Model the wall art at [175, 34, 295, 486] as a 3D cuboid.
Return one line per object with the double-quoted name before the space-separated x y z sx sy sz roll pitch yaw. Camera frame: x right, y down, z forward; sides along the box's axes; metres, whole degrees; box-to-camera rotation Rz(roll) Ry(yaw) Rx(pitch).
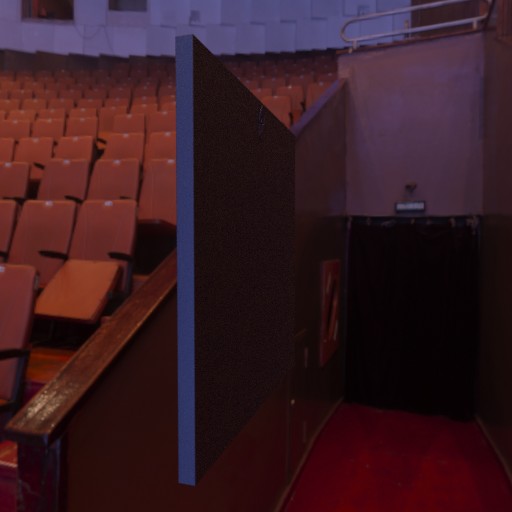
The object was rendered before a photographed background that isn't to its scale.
"wall art" 0.000 0.000 1.175 0.043 0.807 0.805 1 2 18
